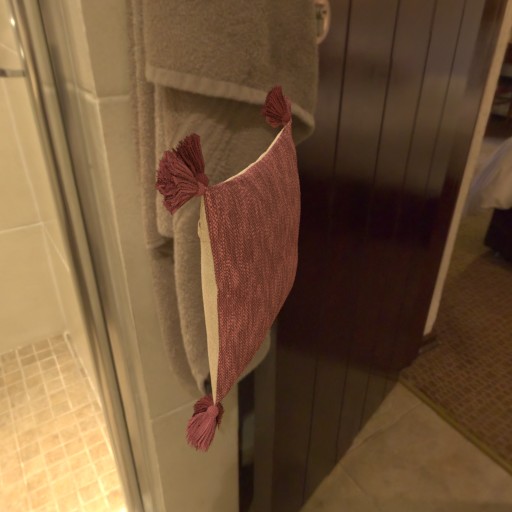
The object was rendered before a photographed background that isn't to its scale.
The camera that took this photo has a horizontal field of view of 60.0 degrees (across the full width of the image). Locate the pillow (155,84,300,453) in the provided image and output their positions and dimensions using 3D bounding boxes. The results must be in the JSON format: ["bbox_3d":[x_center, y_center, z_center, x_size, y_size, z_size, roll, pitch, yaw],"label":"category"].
[{"bbox_3d":[0.000,0.000,0.991,0.138,0.659,0.641,10,31,17],"label":"pillow"}]
